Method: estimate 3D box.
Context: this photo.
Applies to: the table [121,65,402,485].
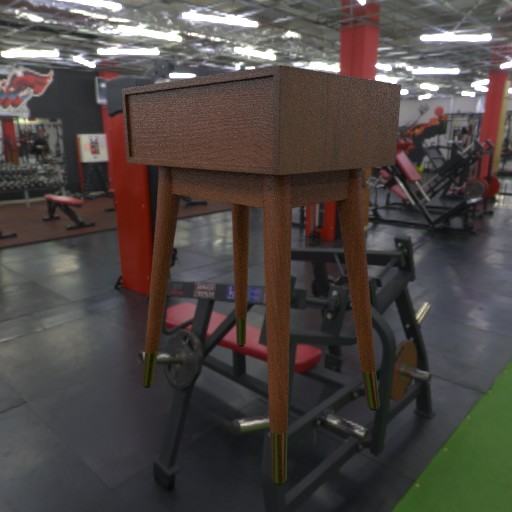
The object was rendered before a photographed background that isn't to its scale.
[{"bbox_3d":[0.000,0.000,0.835,0.300,0.599,0.406,-14,21,-43],"label":"table"}]
